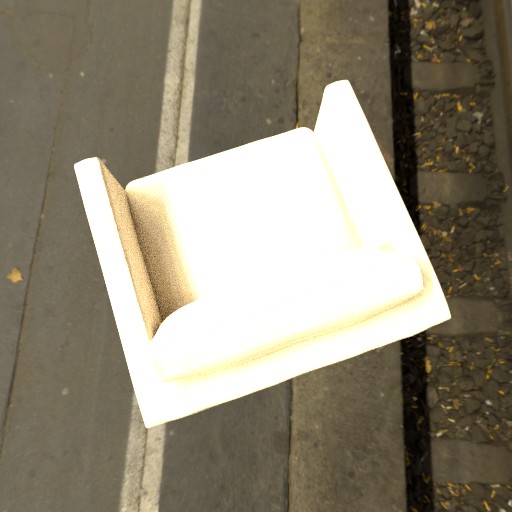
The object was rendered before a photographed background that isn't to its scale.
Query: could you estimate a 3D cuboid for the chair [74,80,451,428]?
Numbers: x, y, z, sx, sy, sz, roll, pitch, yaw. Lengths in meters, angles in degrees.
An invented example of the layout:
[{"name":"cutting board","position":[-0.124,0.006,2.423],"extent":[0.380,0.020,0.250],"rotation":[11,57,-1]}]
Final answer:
[{"name":"chair","position":[0.000,0.000,1.731],"extent":[1.057,0.851,0.947],"rotation":[-19,77,-4]}]
